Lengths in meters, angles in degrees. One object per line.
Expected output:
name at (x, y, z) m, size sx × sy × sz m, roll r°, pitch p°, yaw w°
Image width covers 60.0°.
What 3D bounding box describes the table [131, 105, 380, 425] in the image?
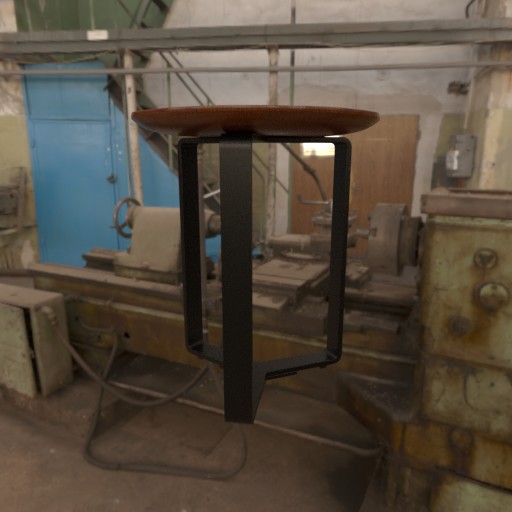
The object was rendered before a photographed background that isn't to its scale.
table at (0.000, 0.000, 0.753) m, size 0.380 × 0.450 × 0.410 m, roll 2°, pitch 14°, yaw 9°
